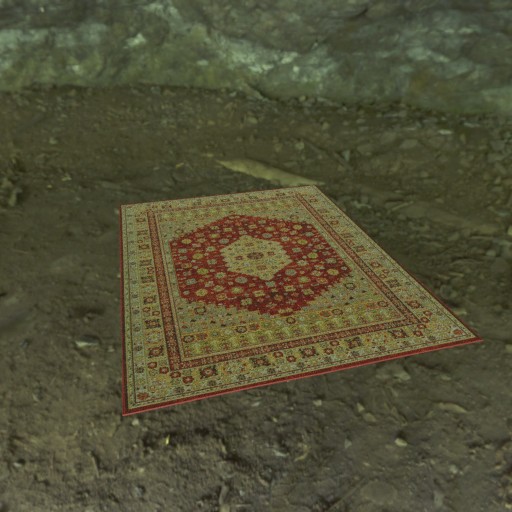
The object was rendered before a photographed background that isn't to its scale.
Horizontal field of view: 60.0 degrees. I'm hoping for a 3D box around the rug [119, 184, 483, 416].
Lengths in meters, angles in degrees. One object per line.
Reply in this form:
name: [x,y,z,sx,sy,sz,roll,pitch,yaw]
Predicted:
rug: [0.000,0.000,4.027,2.387,0.013,3.053,-8,31,-13]
